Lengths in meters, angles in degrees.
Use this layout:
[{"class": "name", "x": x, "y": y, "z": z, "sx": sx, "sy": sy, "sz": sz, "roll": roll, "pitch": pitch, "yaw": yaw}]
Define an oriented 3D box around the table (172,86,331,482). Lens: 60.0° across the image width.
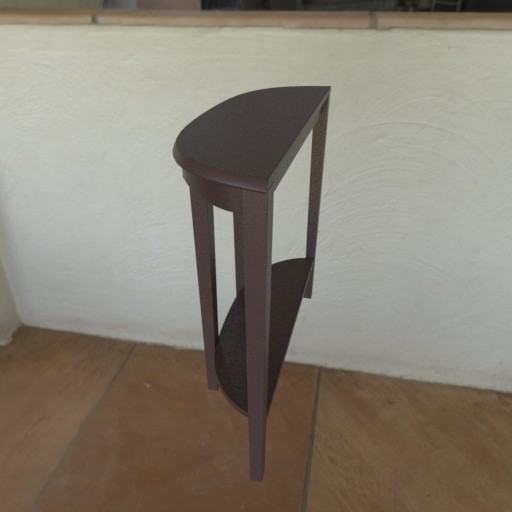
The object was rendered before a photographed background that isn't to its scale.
[{"class": "table", "x": 0.000, "y": 0.000, "z": 1.324, "sx": 0.274, "sy": 0.831, "sz": 0.909, "roll": 8, "pitch": 31, "yaw": 13}]
